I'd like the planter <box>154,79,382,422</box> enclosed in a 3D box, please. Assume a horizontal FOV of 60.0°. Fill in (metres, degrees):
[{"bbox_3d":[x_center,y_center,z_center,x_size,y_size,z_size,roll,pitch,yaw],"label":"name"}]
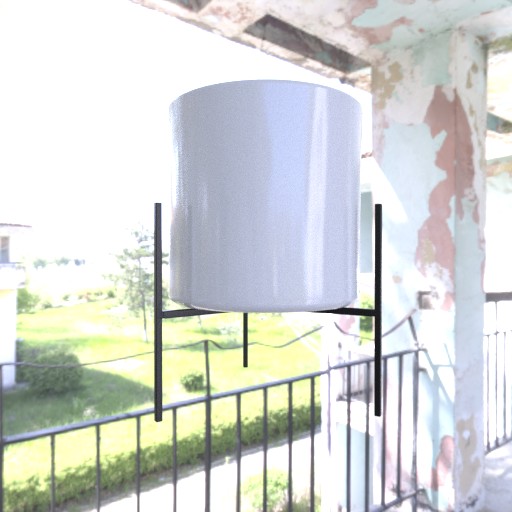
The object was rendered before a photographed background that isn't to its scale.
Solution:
[{"bbox_3d":[0.000,0.000,0.748,0.361,0.480,0.360,0,1,-36],"label":"planter"}]
